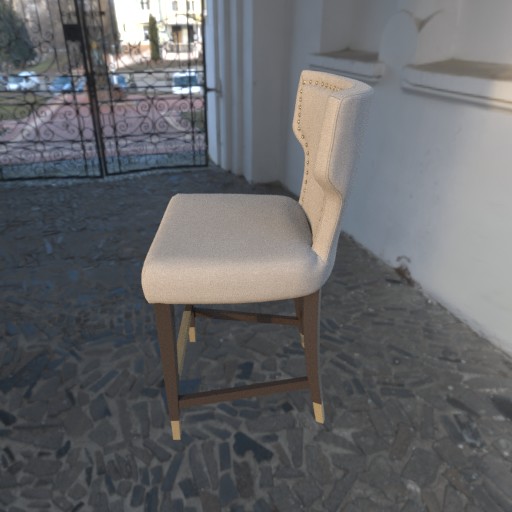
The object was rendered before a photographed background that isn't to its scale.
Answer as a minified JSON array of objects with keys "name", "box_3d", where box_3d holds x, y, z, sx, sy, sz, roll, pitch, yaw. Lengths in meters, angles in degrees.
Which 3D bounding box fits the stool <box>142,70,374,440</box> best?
[{"name":"stool","box_3d":[0.000,0.000,1.316,0.563,0.982,0.527,-1,28,-1]}]
